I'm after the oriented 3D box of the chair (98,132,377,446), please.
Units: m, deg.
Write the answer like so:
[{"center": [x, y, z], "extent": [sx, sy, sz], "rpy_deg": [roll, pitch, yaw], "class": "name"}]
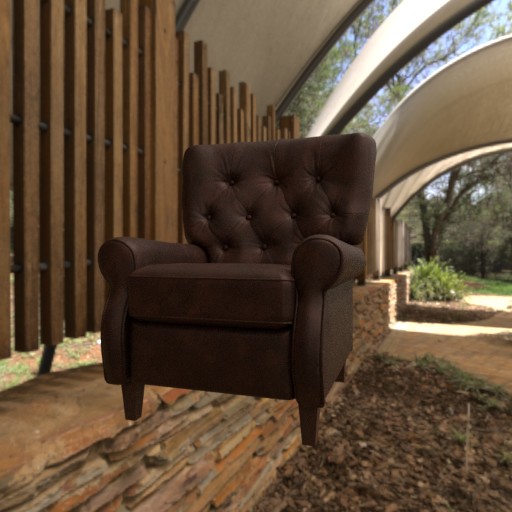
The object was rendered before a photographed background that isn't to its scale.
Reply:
[{"center": [0.000, 0.000, 1.870], "extent": [0.948, 1.158, 1.058], "rpy_deg": [0, 1, 18], "class": "chair"}]
